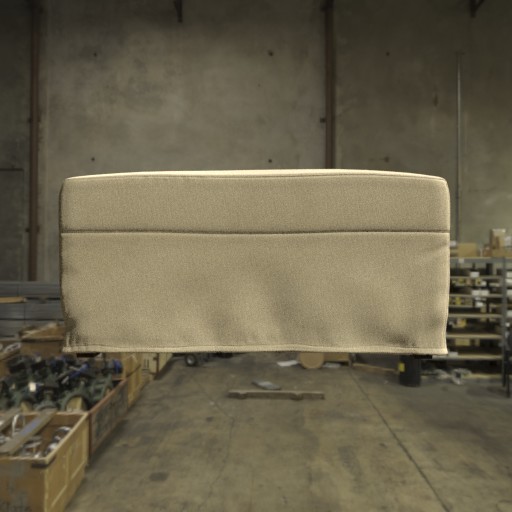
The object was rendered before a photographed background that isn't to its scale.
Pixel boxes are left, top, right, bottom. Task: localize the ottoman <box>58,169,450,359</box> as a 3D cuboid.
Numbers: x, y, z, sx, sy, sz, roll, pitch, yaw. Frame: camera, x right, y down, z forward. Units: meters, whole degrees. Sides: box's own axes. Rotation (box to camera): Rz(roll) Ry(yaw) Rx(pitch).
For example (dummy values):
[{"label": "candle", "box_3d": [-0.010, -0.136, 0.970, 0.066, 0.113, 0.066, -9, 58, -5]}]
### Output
[{"label": "ottoman", "box_3d": [0.000, 0.000, 1.324, 0.842, 0.441, 0.843, 0, -1, 1]}]
